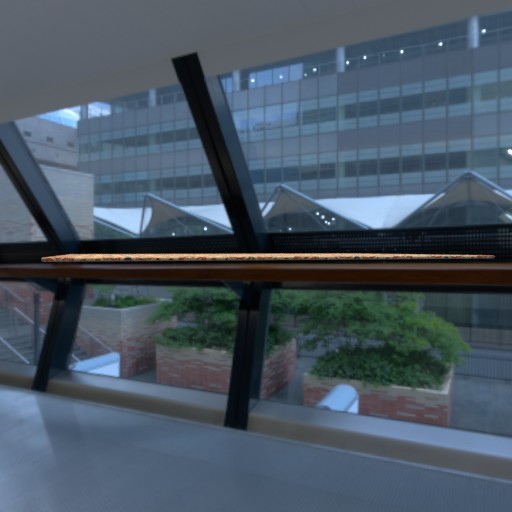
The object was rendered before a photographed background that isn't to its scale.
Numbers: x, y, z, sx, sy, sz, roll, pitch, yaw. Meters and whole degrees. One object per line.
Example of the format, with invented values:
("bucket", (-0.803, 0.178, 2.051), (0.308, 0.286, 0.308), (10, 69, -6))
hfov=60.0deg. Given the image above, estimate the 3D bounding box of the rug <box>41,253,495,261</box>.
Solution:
("rug", (0.000, 0.000, 2.259), (1.838, 0.013, 1.226), (0, 1, -19))
